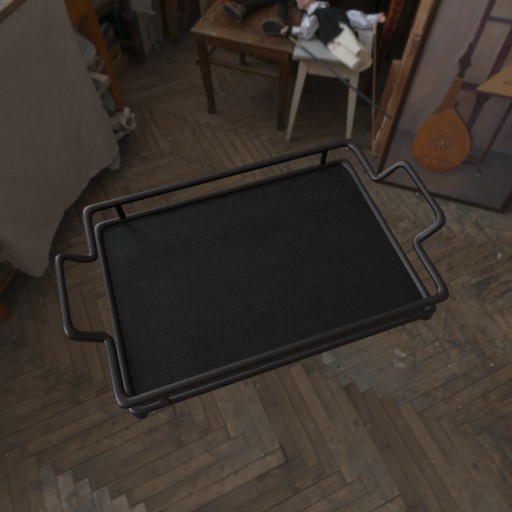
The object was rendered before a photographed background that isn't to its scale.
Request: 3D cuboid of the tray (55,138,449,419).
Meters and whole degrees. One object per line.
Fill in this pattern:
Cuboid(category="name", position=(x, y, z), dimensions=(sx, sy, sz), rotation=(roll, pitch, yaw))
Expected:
Cuboid(category="tray", position=(0.000, 0.000, 0.605), dimensions=(0.495, 0.101, 0.297), rotation=(-17, 61, -10))
